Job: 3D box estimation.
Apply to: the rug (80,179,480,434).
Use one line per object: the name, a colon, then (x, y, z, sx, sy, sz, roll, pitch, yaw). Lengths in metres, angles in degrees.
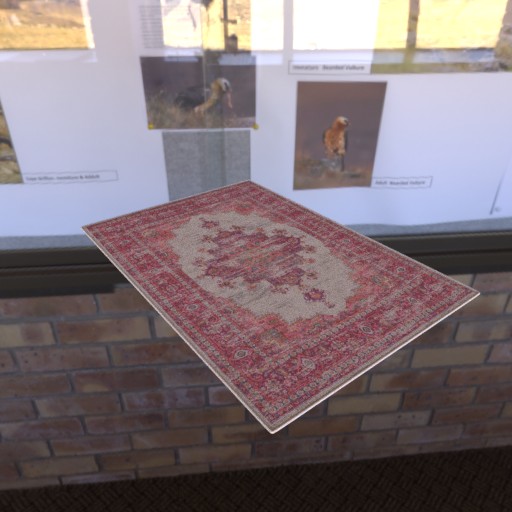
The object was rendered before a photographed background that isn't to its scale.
rug: (0.000, 0.000, 3.743, 2.005, 0.014, 2.878, -22, 37, -31)
